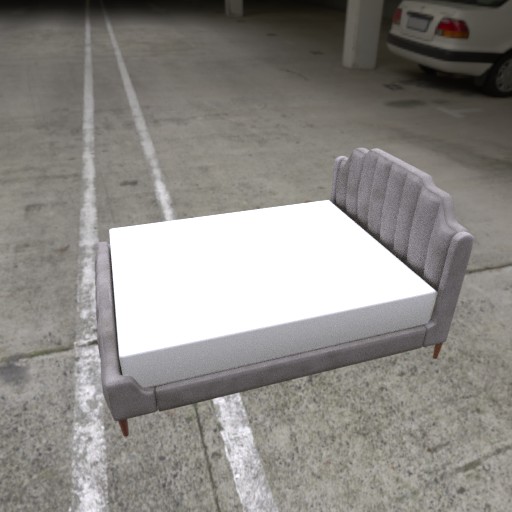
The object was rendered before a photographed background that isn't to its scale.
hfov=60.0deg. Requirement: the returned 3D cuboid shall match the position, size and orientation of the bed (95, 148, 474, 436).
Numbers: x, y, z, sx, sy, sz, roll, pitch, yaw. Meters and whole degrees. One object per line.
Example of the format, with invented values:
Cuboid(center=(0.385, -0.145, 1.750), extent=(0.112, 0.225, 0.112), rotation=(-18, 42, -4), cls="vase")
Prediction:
Cuboid(center=(0.000, 0.000, 3.326), extent=(2.340, 1.245, 1.676), rotation=(-9, 31, -15), cls="bed")
